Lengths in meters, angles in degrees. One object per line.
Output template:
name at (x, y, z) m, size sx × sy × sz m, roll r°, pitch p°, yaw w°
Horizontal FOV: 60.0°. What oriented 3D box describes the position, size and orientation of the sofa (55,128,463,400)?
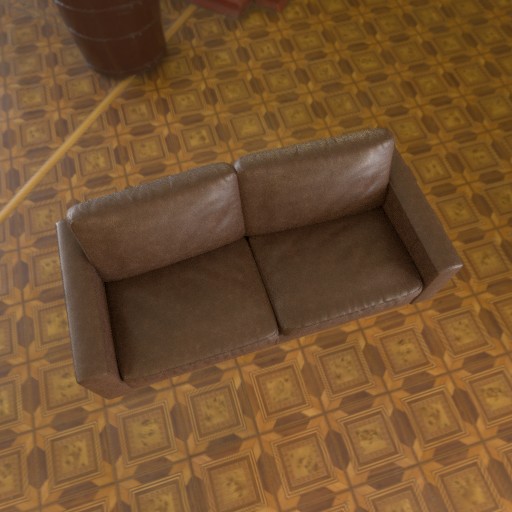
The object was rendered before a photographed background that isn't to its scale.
sofa at (0.000, 0.000, 2.653) m, size 2.179 × 0.873 × 1.016 m, roll -16°, pitch 65°, yaw -8°
